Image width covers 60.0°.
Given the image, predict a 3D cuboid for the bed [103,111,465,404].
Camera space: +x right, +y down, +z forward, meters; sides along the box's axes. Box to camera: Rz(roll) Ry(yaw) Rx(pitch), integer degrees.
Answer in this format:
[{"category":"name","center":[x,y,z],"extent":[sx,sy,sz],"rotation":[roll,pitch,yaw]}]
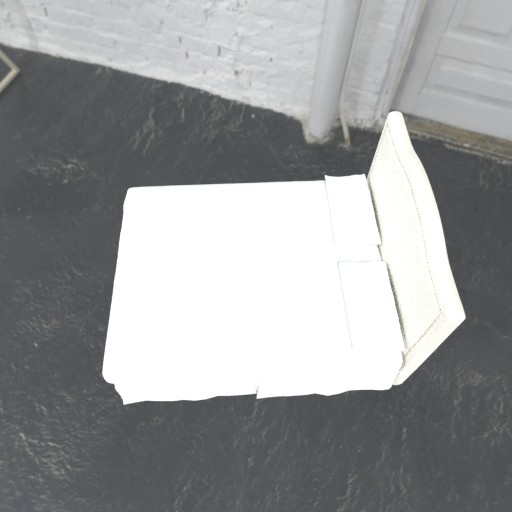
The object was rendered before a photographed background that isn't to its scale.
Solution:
[{"category":"bed","center":[0.000,0.000,3.423],"extent":[2.282,1.436,1.821],"rotation":[-2,59,-1]}]
